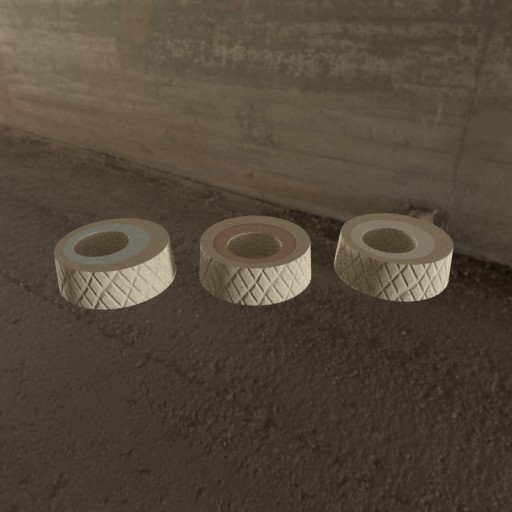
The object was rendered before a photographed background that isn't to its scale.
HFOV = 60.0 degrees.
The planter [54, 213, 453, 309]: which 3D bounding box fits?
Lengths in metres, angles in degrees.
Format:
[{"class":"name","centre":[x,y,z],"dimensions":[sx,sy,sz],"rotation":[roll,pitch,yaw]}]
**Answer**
[{"class":"planter","centre":[0.000,0.000,0.443],"dimensions":[0.390,0.038,0.114],"rotation":[-1,31,-2]}]
